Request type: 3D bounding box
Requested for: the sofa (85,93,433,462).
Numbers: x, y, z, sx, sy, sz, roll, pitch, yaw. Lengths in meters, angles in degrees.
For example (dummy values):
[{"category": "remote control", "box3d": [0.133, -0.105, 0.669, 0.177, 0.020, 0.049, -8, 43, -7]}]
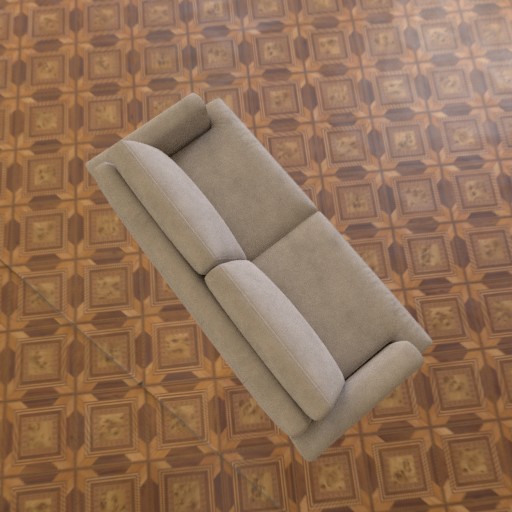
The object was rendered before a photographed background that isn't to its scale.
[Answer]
[{"category": "sofa", "box3d": [0.000, 0.000, 2.534, 0.980, 0.830, 2.013, -37, 78, -9]}]
